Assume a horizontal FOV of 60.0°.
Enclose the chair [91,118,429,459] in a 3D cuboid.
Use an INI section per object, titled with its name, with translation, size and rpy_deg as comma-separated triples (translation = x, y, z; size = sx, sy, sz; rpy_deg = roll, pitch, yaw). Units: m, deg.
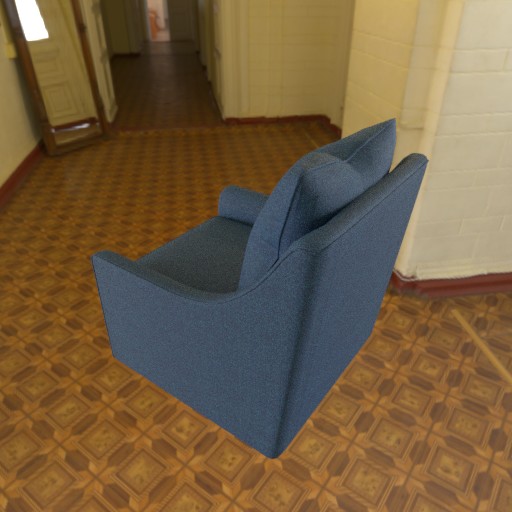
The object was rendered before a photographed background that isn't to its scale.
[chair]
translation = 0.000, 0.000, 1.569
size = 0.870, 0.939, 0.750
rpy_deg = 21, 37, 30
